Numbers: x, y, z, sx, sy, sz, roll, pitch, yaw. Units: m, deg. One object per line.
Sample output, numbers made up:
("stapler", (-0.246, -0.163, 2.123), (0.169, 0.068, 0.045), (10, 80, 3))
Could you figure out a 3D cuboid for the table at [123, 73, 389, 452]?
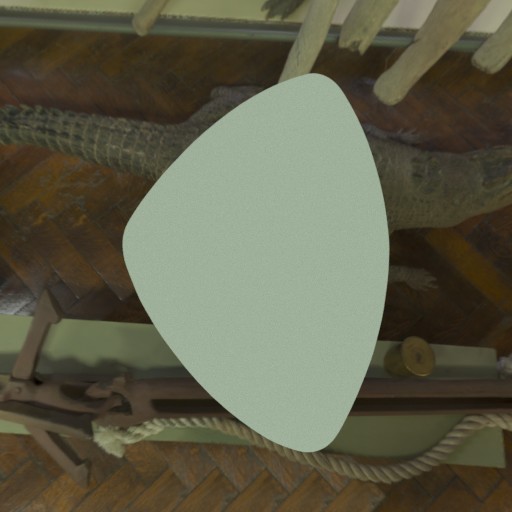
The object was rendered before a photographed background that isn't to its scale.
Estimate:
("table", (0.000, 0.000, 1.630), (0.850, 0.440, 1.250), (3, 75, 1))
